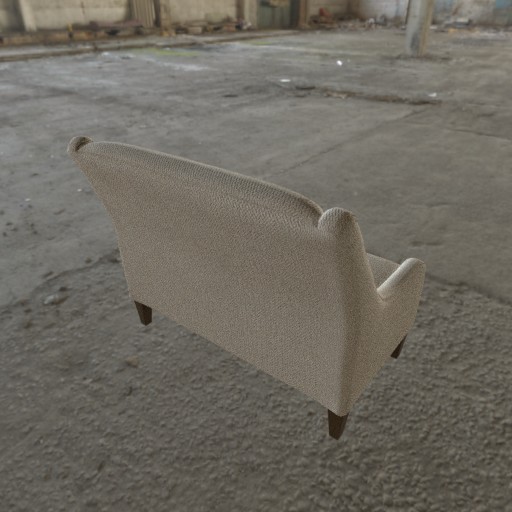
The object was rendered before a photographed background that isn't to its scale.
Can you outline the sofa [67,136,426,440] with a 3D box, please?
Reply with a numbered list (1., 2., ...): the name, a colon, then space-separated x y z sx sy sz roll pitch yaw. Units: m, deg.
1. sofa: 0.000 0.000 1.932 1.242 1.022 0.870 21 36 32
